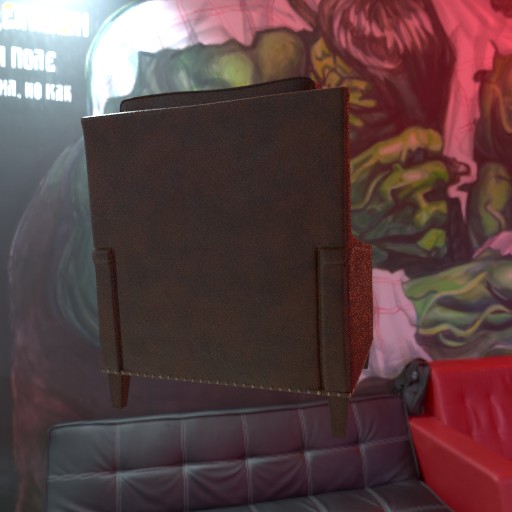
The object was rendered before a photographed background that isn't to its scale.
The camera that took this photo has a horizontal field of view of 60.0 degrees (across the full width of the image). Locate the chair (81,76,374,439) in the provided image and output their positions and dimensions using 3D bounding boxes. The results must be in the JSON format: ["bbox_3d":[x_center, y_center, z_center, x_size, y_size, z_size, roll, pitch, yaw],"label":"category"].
[{"bbox_3d":[0.000,0.000,1.770,0.854,1.054,1.035,0,0,19],"label":"chair"}]
